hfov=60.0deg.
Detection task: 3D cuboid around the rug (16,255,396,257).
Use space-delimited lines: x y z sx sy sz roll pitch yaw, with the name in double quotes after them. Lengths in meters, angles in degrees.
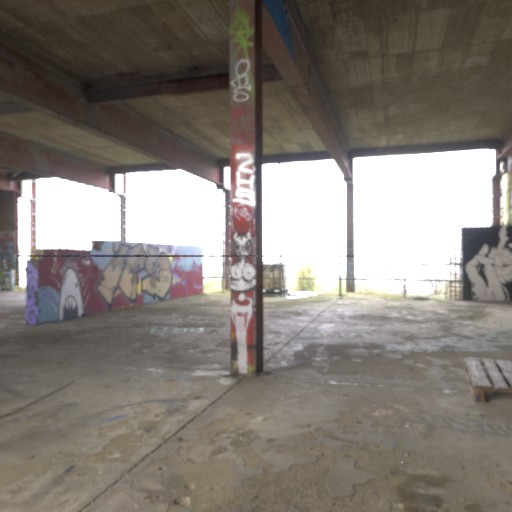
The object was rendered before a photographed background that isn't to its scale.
0.000 0.000 2.611 0.832 0.008 2.362 0 0 37 "rug"
